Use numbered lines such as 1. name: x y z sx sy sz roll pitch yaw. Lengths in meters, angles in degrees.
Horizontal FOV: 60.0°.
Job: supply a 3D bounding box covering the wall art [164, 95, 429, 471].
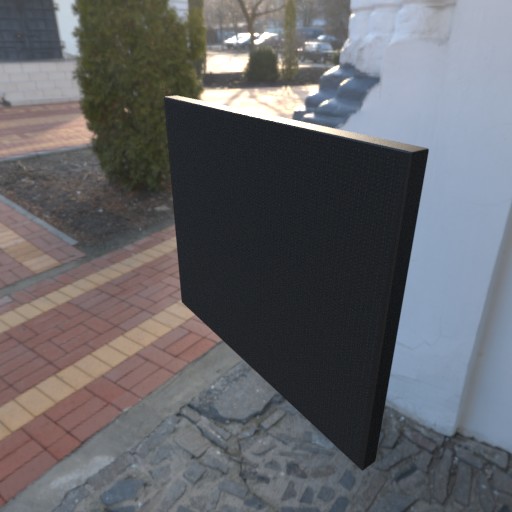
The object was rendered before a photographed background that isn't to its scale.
1. wall art: 0.000 0.000 0.745 0.029 0.458 0.559 -18 31 -32
